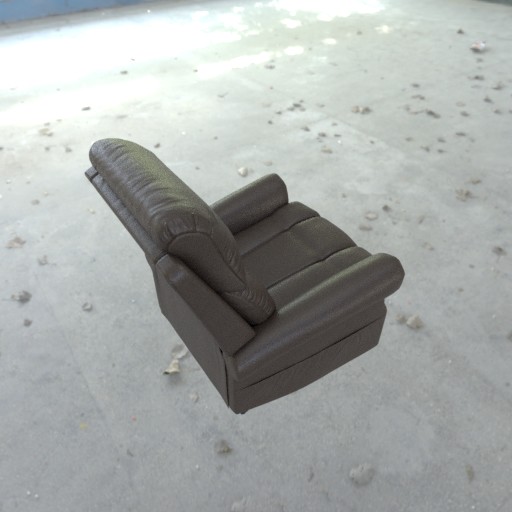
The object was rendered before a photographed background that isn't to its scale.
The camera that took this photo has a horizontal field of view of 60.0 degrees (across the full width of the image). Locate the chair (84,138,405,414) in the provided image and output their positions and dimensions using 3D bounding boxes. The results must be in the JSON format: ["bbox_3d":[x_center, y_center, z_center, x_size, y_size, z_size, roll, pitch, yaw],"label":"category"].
[{"bbox_3d":[0.000,0.000,1.757,0.978,1.028,0.869,-24,45,-26],"label":"chair"}]
